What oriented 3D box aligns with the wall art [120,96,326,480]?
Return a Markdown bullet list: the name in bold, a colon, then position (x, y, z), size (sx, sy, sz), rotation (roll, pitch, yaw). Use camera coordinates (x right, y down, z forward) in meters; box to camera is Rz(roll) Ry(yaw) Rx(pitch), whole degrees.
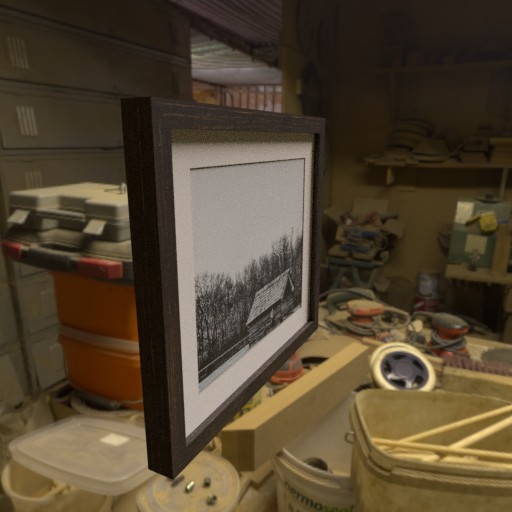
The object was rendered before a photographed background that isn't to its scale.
- **wall art**: position (0.000, 0.000, 0.532), size (0.031, 0.330, 0.381), rotation (8, 17, 27)
